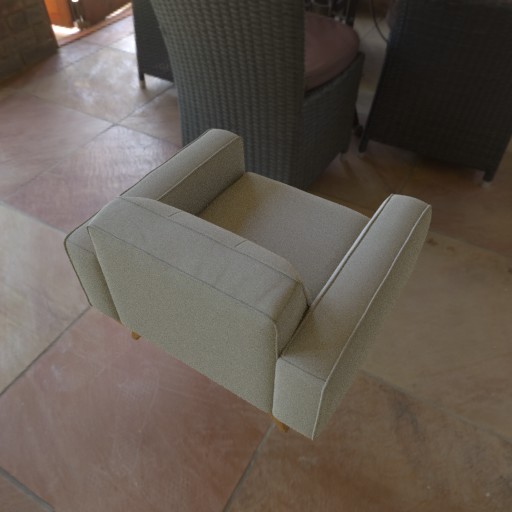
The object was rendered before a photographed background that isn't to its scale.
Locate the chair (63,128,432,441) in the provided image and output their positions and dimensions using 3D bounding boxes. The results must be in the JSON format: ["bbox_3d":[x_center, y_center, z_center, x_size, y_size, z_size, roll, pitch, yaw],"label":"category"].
[{"bbox_3d":[0.000,0.000,1.798,1.115,0.779,0.953,25,51,22],"label":"chair"}]
